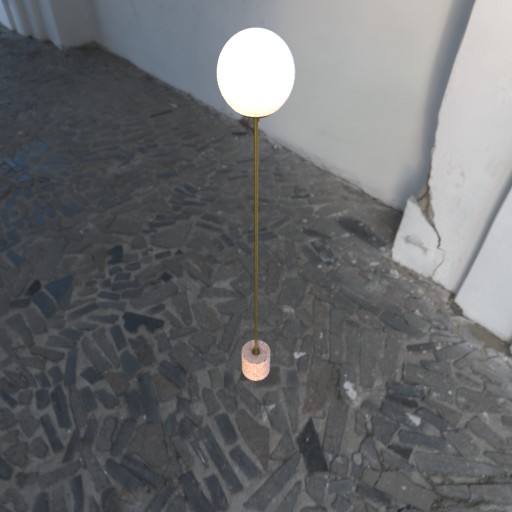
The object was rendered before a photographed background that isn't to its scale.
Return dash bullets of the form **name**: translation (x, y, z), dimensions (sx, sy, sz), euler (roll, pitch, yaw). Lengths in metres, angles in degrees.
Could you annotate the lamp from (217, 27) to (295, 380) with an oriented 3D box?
- **lamp**: translation (0.000, 0.000, 1.830), dimensions (0.229, 1.748, 0.229), euler (-17, 47, -16)
